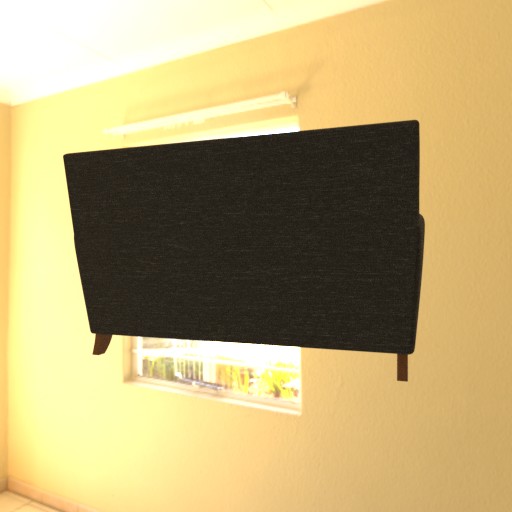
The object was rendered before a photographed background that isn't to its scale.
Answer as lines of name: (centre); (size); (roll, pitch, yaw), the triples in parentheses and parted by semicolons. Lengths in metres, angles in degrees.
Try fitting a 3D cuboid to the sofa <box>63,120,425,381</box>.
sofa: (0.000, 0.000, 1.970); (1.420, 0.846, 0.875); (0, 0, 19)
